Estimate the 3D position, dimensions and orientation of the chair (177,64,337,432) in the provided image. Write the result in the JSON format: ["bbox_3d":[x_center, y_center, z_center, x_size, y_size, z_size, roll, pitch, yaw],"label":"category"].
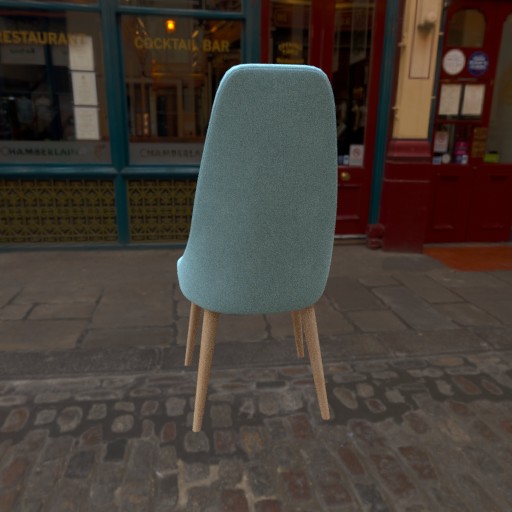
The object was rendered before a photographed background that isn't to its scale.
[{"bbox_3d":[0.000,0.000,1.415,0.510,1.040,0.660,-2,15,-8],"label":"chair"}]
